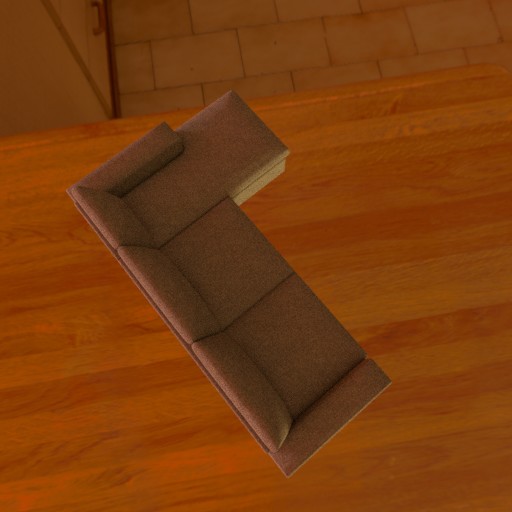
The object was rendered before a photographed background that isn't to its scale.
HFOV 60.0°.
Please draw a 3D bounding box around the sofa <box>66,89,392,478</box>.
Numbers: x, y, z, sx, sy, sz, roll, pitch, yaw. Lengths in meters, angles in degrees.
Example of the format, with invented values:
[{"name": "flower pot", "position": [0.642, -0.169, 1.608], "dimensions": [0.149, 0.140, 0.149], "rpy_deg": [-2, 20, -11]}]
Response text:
[{"name": "sofa", "position": [0.000, 0.000, 3.507], "dimensions": [1.689, 0.940, 2.718], "rpy_deg": [-39, 78, -10]}]
